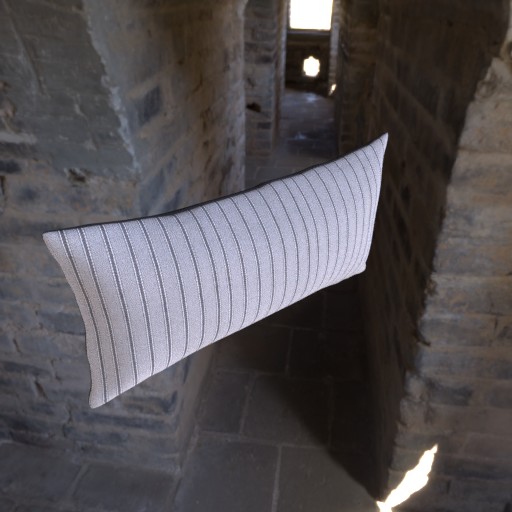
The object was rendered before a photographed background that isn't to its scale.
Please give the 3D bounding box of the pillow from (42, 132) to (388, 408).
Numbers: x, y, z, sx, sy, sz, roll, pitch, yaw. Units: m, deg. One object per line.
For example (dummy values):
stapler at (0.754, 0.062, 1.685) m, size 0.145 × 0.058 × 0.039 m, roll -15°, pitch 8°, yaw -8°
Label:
pillow at (0.000, 0.000, 0.728) m, size 0.609 × 0.305 × 0.151 m, roll -22°, pitch 37°, yaw -32°
